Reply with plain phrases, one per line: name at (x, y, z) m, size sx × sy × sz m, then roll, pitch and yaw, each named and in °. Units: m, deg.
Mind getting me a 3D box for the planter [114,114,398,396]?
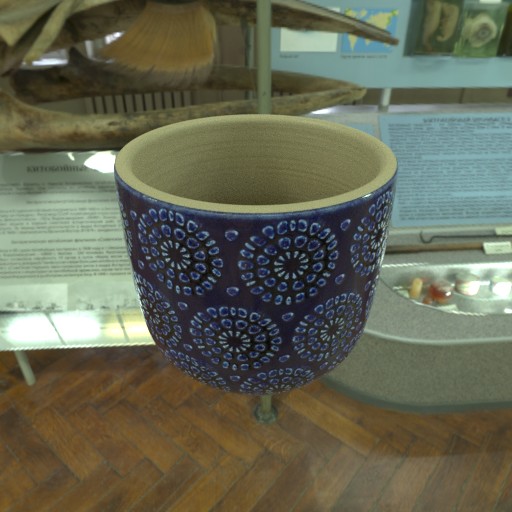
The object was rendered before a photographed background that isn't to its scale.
planter at (0.000, 0.000, 0.302) m, size 0.165 × 0.149 × 0.165 m, roll 0°, pitch 32°, yaw 0°
